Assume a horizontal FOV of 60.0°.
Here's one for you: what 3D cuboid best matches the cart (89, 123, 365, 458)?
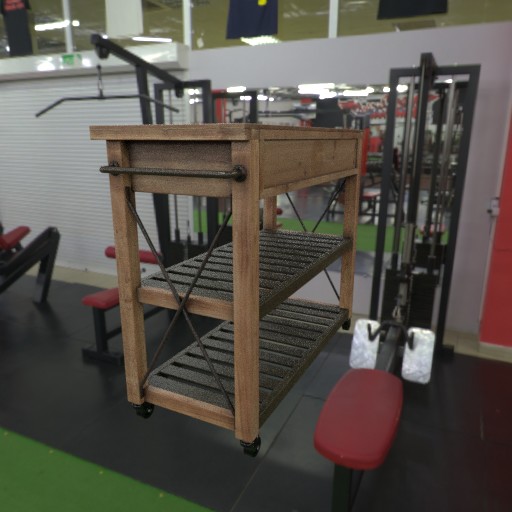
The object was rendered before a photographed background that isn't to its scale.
[{"bbox_3d":[0.000,0.000,1.001,0.298,0.554,0.686,8,17,26],"label":"cart"}]
